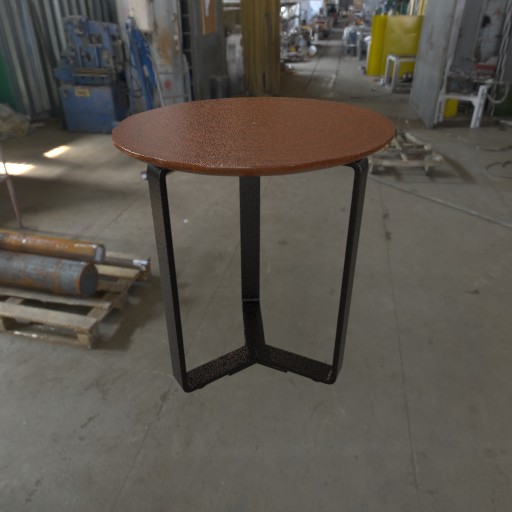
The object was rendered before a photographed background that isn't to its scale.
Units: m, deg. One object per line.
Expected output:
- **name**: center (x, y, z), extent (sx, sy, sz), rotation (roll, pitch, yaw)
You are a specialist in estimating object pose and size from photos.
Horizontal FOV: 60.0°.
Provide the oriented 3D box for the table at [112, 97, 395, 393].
- **table**: center (0.000, 0.000, 0.760), extent (0.410, 0.450, 0.380), rotation (-19, 35, -29)
